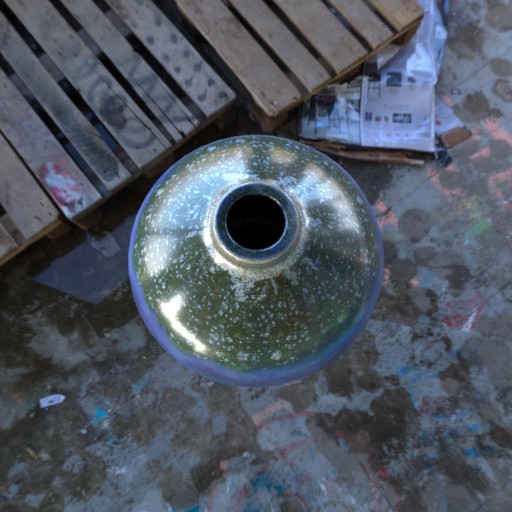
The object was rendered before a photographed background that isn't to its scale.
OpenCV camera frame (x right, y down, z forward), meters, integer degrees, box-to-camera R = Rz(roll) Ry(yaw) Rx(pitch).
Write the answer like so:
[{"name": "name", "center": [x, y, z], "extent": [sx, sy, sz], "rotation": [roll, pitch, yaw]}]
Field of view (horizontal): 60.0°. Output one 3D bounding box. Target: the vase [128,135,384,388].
[{"name": "vase", "center": [0.000, 0.000, 0.268], "extent": [0.154, 0.133, 0.154], "rotation": [0, 76, 0]}]
